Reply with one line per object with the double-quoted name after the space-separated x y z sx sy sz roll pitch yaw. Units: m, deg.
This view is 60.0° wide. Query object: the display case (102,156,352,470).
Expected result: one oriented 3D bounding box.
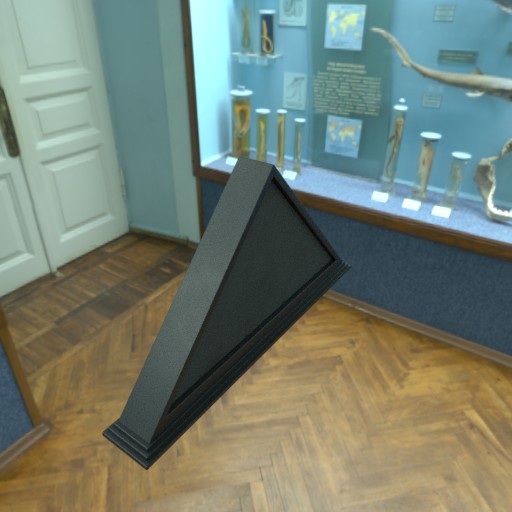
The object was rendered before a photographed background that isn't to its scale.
0.000 0.000 0.764 0.095 0.340 0.640 20 37 30 "display case"
